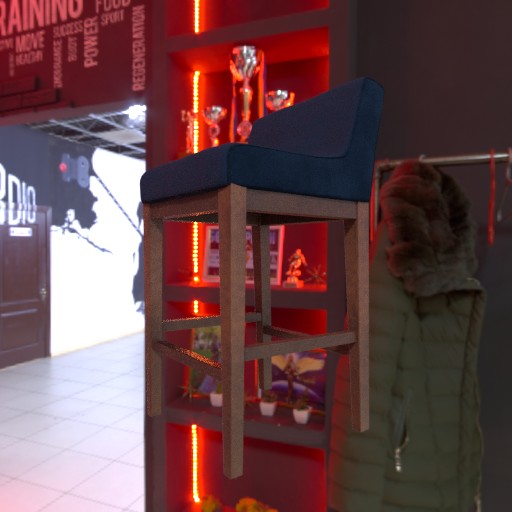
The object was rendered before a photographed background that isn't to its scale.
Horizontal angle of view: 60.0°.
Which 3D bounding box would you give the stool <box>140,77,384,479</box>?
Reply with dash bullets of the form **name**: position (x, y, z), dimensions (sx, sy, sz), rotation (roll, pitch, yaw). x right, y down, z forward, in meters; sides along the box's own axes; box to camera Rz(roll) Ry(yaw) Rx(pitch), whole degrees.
- **stool**: position (0.000, 0.000, 1.254), dimensions (0.516, 0.945, 0.511), rotation (-1, 1, -36)
